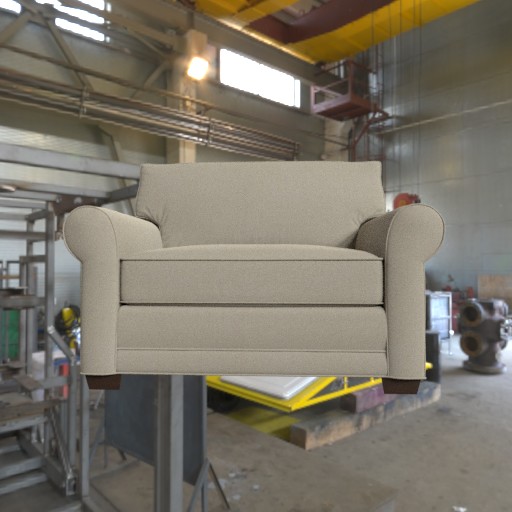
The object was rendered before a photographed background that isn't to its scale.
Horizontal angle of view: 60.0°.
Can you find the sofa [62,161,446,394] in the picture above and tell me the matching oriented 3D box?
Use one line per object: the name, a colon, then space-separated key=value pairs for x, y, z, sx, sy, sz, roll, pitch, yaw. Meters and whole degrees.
sofa: x=0.000 y=0.000 z=2.055 sx=1.405 sy=1.006 sz=0.937 roll=0 pitch=-1 yaw=3
